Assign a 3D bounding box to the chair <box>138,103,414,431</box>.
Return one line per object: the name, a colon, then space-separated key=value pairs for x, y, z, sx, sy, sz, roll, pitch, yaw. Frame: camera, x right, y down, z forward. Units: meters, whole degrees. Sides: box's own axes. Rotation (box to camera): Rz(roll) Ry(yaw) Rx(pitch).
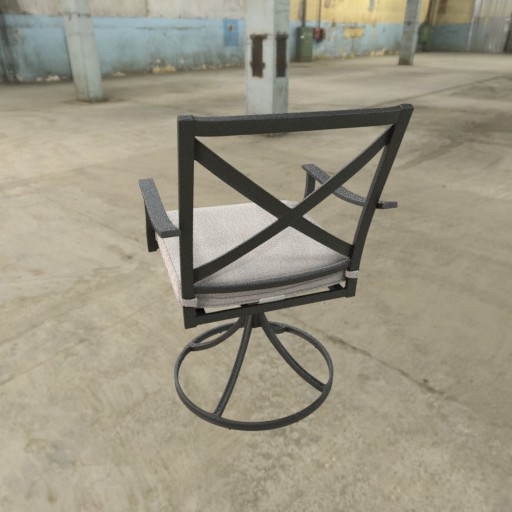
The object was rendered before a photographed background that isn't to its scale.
chair: x=0.000 y=0.000 z=1.283 sx=0.575 sy=0.889 sz=0.620 roll=-9 pitch=28 yaw=-17
